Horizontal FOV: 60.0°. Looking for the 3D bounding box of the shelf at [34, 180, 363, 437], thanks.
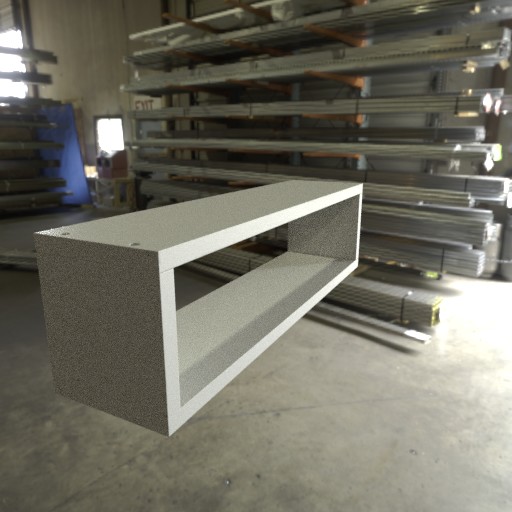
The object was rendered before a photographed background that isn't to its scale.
[{"bbox_3d":[0.000,0.000,0.665,0.150,0.170,0.610,8,17,27],"label":"shelf"}]
